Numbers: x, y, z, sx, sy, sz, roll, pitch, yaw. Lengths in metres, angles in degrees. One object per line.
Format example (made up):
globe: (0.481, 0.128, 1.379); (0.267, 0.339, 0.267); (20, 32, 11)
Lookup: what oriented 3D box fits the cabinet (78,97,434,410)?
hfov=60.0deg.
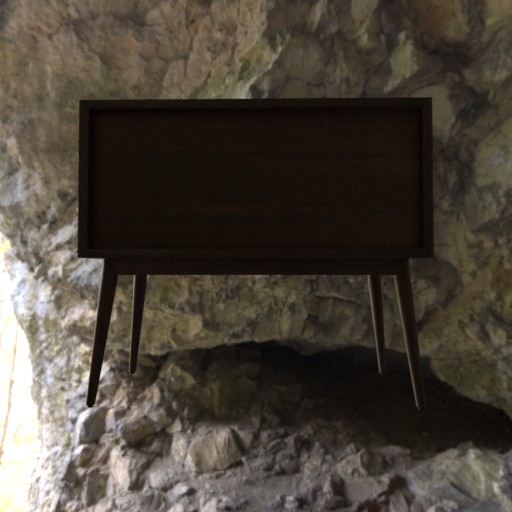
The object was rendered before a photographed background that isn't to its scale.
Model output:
cabinet: (0.000, 0.000, 1.102); (0.743, 0.654, 0.354); (0, -2, 1)
